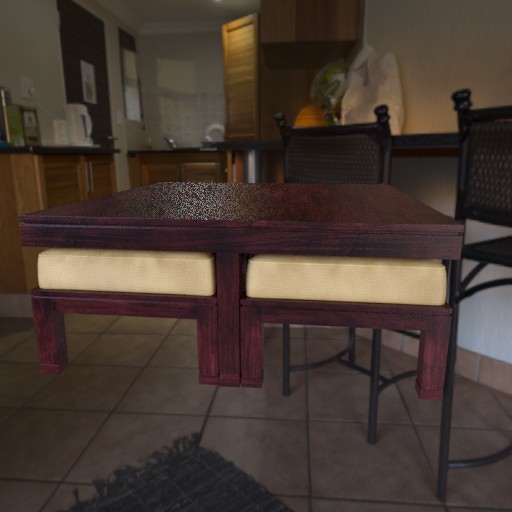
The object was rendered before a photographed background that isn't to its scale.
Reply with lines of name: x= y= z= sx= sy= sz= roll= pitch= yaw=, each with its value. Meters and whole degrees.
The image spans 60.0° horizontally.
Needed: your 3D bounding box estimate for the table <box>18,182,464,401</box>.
table: x=0.000 y=0.000 z=1.307 sx=0.865 sy=0.356 sz=0.865 roll=2 pitch=14 yaw=7
